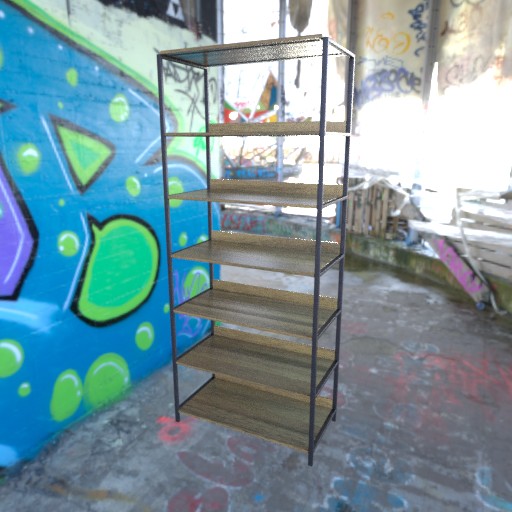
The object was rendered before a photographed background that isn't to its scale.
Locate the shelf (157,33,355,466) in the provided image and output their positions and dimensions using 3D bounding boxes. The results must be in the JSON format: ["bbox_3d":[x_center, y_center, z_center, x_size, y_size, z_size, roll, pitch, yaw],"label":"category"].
[{"bbox_3d":[0.000,0.000,2.368,0.847,2.015,0.431,7,16,25],"label":"shelf"}]
